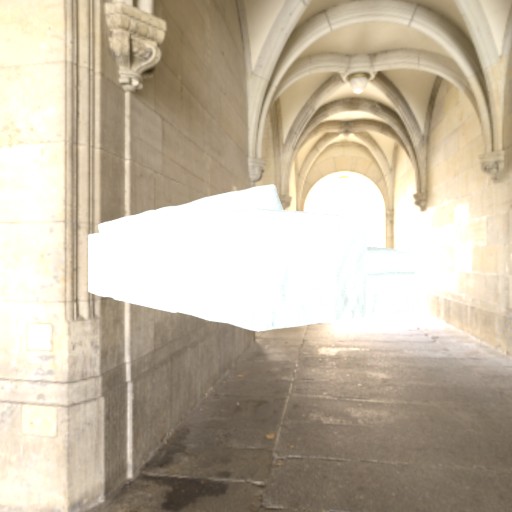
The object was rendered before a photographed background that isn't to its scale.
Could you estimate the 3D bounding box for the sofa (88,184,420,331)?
[{"bbox_3d":[0.000,0.000,4.534,2.440,0.869,3.434,0,0,-36],"label":"sofa"}]
